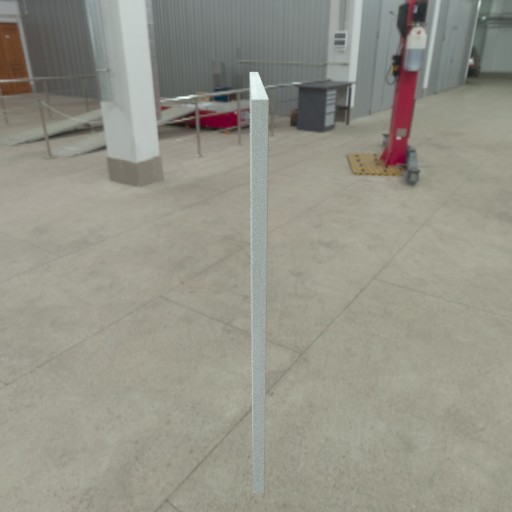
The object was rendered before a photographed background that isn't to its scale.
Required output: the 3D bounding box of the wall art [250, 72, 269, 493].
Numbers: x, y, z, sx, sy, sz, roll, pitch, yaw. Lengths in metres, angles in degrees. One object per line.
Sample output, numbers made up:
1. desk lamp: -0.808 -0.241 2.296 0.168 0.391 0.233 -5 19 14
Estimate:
1. wall art: 0.000 0.000 0.965 0.021 0.710 0.609 0 25 -1
